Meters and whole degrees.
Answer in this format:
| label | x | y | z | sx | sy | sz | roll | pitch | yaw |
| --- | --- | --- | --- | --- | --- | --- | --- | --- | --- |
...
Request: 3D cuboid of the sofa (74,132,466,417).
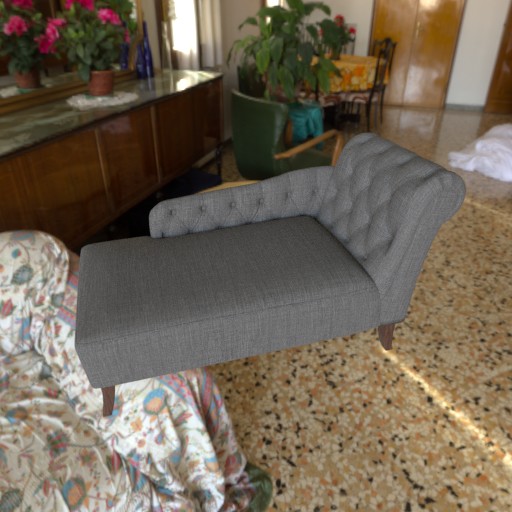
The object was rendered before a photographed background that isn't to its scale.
| label | x | y | z | sx | sy | sz | roll | pitch | yaw |
| --- | --- | --- | --- | --- | --- | --- | --- | --- | --- |
| sofa | 0.000 | 0.000 | 1.799 | 1.379 | 0.787 | 0.675 | -9 | 31 | -15 |
